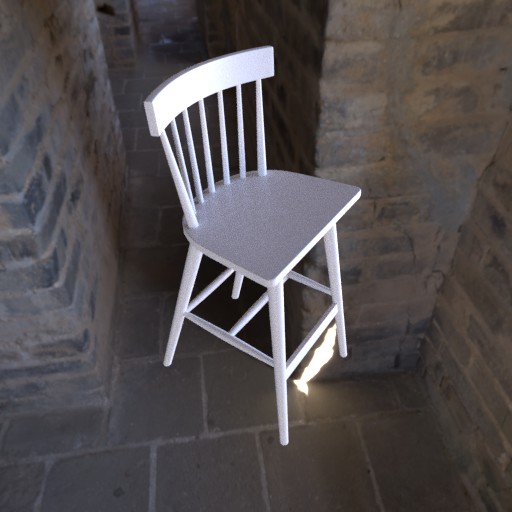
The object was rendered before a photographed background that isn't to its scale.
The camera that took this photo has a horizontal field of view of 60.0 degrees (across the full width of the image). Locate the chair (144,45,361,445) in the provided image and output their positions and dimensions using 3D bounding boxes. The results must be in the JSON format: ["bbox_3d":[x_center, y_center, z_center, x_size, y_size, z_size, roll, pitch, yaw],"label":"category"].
[{"bbox_3d":[0.000,0.000,1.391,0.572,1.092,0.483,25,47,26],"label":"chair"}]
